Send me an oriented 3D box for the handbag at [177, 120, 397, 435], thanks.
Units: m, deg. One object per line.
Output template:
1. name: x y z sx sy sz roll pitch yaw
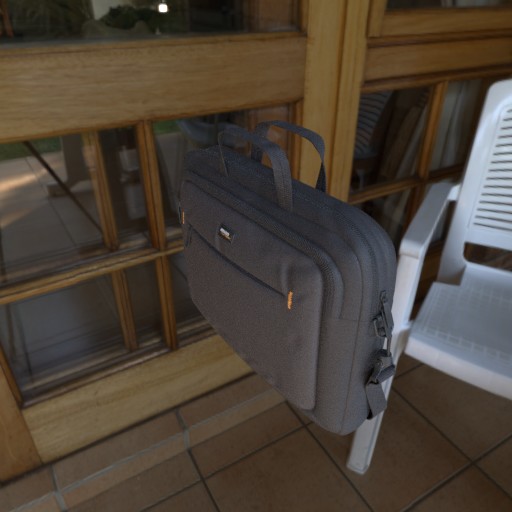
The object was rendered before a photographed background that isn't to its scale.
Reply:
1. handbag: 0.000 0.000 0.428 0.089 0.244 0.320 -21 37 -30
